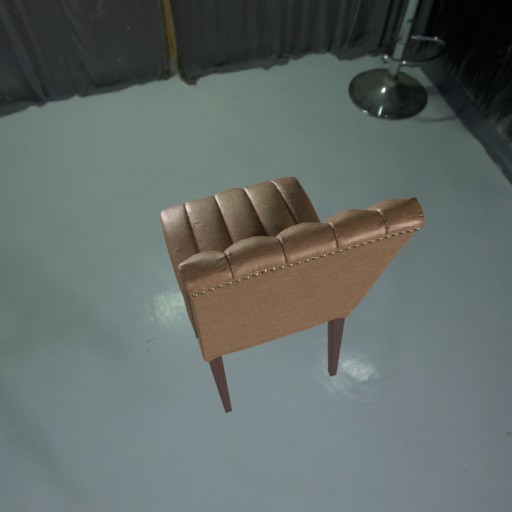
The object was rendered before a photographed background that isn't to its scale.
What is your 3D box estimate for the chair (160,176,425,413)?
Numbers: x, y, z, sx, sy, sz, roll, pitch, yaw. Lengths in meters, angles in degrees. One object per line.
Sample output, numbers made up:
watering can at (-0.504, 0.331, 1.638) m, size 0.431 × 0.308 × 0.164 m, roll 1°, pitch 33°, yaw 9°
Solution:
chair at (0.000, 0.000, 1.377) m, size 0.511 × 1.016 × 0.647 m, roll -16°, pitch 59°, yaw -10°
